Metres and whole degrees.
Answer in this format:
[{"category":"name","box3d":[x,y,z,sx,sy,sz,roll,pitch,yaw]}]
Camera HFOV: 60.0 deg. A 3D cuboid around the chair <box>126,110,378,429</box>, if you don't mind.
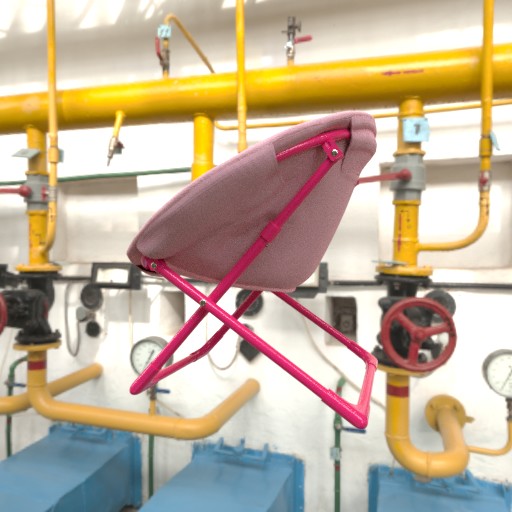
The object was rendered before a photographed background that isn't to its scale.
[{"category":"chair","box3d":[0.000,0.000,0.876,0.459,0.494,0.522,0,1,18]}]
